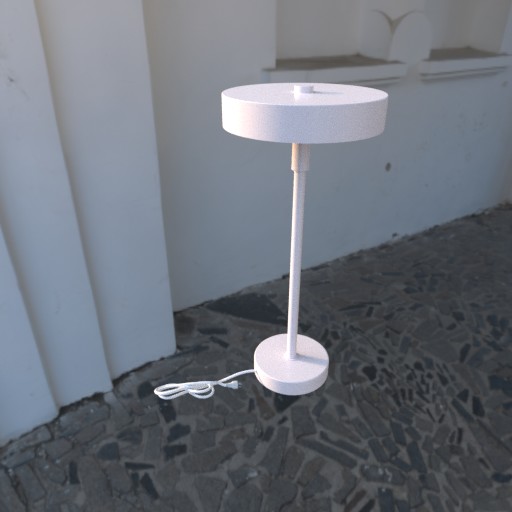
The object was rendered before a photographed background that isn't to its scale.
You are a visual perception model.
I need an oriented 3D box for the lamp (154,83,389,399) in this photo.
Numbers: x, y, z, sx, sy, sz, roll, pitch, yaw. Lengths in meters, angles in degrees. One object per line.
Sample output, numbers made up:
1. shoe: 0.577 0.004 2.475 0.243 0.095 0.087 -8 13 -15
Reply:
1. lamp: 0.000 0.000 0.710 0.369 0.508 0.229 -9 29 -17
